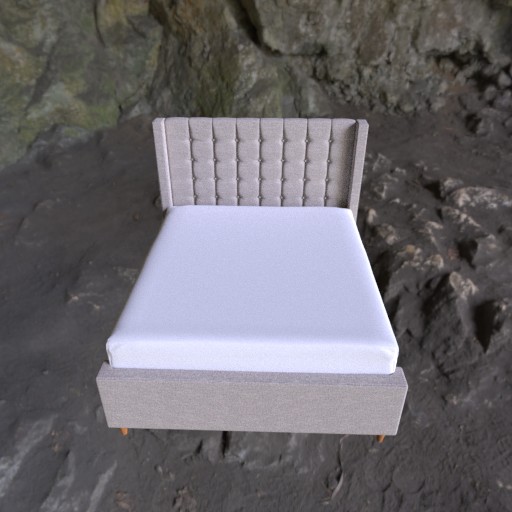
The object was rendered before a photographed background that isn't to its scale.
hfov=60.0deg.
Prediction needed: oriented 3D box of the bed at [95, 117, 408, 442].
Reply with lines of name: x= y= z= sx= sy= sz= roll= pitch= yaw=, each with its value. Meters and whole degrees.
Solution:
bed: x=0.000 y=0.000 z=3.758 sx=2.044 sy=1.748 sz=2.372 roll=1 pitch=31 yaw=2
